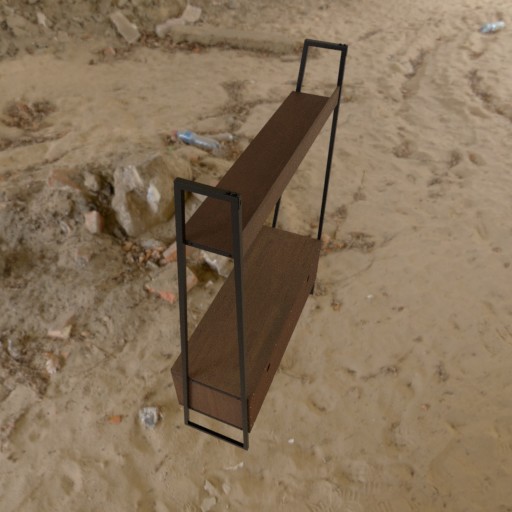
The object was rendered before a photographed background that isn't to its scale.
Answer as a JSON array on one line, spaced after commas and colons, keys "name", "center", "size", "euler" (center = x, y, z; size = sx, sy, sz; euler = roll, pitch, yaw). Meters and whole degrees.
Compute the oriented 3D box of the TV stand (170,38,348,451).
[{"name": "TV stand", "center": [0.000, 0.000, 2.320], "size": [0.432, 1.772, 1.250], "euler": [16, 47, 16]}]
